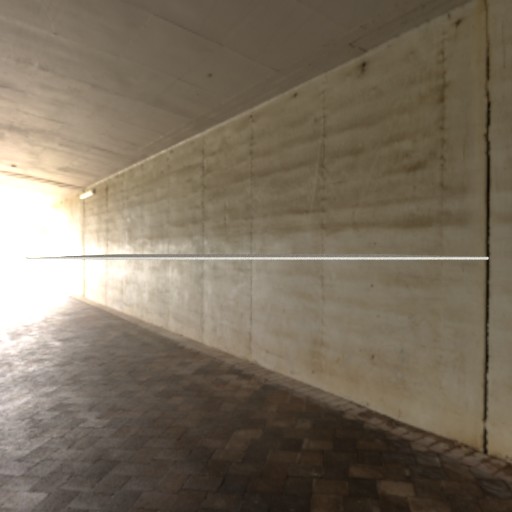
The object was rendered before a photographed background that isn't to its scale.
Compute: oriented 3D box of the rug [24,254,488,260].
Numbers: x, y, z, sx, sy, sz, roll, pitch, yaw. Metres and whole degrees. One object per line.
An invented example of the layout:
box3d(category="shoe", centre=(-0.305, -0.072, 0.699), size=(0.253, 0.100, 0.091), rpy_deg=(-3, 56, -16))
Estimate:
box3d(category="rug", centre=(0.000, 0.000, 2.896), size=(2.244, 0.017, 1.532), rpy_deg=(0, 1, -1))
